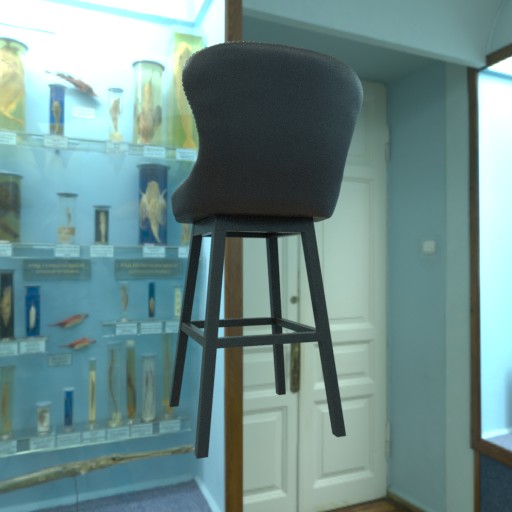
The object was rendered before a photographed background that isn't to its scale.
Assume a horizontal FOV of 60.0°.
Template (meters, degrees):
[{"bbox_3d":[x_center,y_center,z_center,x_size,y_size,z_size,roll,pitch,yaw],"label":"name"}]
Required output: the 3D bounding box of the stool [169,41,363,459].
[{"bbox_3d":[0.000,0.000,1.374,0.528,1.050,0.601,0,-1,-20],"label":"stool"}]
